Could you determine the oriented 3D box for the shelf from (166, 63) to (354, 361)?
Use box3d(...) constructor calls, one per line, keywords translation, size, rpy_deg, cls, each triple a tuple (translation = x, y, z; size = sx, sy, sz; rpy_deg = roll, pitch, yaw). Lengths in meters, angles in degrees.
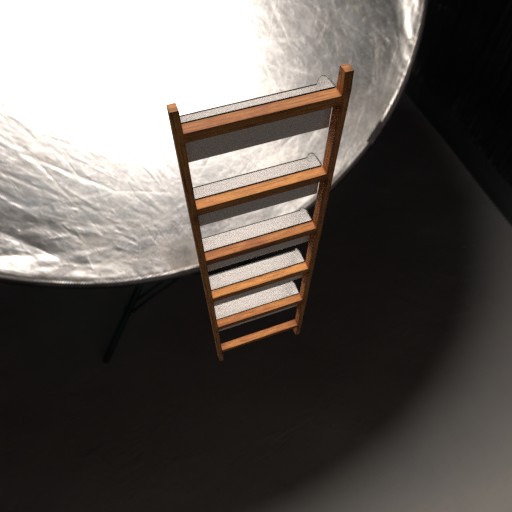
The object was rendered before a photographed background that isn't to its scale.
box3d(translation=(0.000, 0.000, 1.726), size=(0.454, 1.600, 0.141), rpy_deg=(-17, 59, -10), cls="shelf")
